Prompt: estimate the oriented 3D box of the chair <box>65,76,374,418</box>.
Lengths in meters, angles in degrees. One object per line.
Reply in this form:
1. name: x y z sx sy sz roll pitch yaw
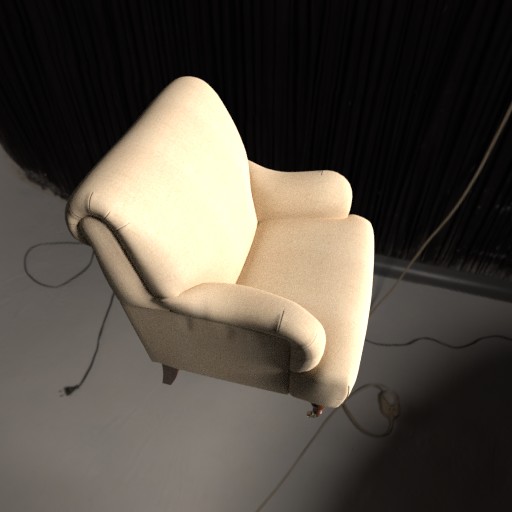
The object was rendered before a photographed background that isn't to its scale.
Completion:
1. chair: 0.000 0.000 1.563 0.842 0.944 0.766 11 47 10
